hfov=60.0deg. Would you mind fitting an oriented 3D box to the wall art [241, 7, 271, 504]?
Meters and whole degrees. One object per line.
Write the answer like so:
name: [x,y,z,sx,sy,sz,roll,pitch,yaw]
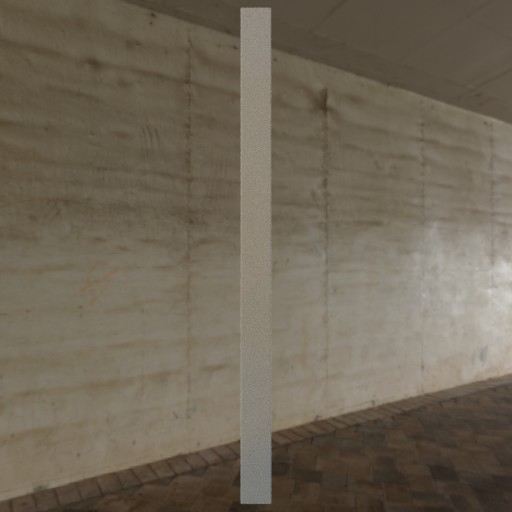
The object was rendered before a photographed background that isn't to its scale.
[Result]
wall art: [0.000,0.000,0.749,0.038,0.611,0.408,0,0,0]
